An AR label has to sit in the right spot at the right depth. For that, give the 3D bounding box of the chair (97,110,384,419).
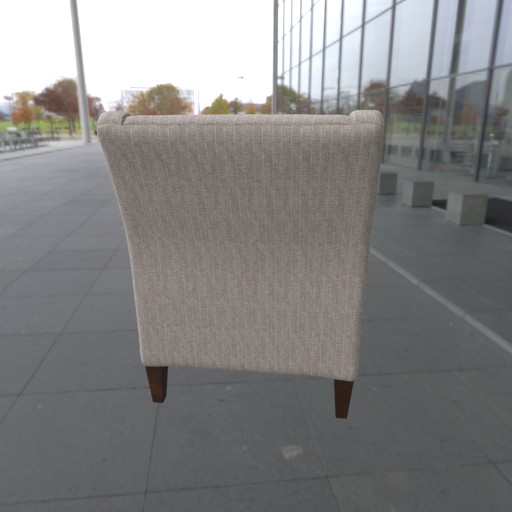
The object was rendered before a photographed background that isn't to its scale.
[{"bbox_3d":[0.000,0.000,1.663,0.774,1.014,0.870,2,17,8],"label":"chair"}]
